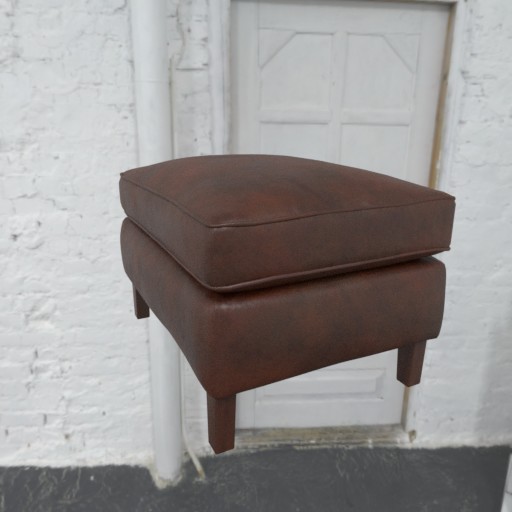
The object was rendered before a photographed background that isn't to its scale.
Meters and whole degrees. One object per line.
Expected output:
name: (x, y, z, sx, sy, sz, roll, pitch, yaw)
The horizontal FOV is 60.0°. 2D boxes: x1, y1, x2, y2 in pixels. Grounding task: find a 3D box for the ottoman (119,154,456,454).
ottoman: (0.000, 0.000, 0.983, 0.501, 0.432, 0.665, -8, 19, -25)
